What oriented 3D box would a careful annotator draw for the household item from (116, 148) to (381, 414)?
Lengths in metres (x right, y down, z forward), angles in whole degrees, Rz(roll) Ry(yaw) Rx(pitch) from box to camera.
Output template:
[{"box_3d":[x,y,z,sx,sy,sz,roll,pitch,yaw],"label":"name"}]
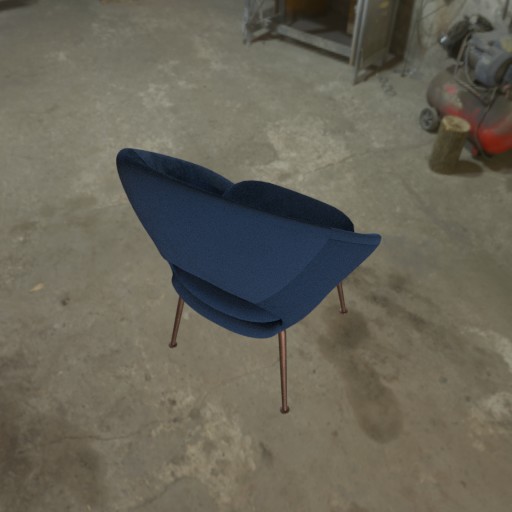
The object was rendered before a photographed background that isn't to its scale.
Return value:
[{"box_3d":[0.000,0.000,1.262,0.623,0.852,0.573,24,51,21],"label":"household item"}]
